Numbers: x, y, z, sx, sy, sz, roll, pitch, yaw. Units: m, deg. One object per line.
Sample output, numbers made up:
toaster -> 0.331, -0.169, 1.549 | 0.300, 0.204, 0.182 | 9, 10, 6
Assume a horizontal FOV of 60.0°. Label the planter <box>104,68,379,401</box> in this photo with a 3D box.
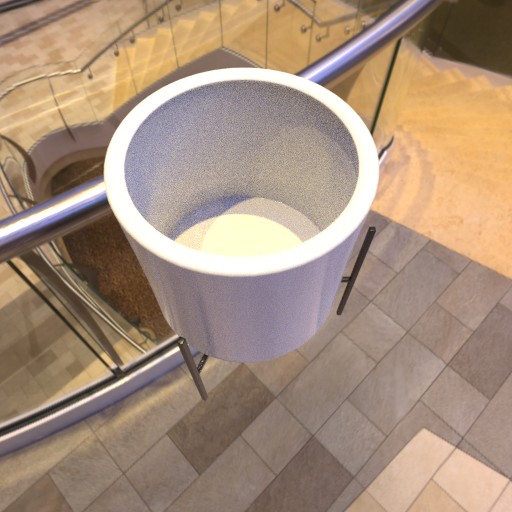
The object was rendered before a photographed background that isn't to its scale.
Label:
planter -> 0.000, 0.000, 0.735 | 0.361, 0.480, 0.360 | 0, 59, 0
